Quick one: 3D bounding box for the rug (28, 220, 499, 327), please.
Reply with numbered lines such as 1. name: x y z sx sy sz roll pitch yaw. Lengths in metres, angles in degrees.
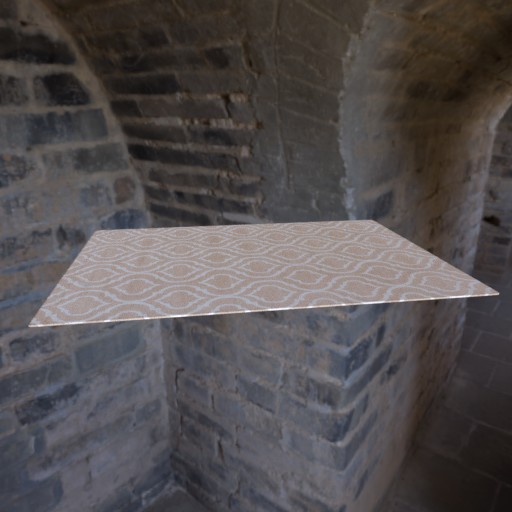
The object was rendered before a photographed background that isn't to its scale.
1. rug: 0.000 0.000 2.683 2.134 0.010 1.524 -3 18 -9
